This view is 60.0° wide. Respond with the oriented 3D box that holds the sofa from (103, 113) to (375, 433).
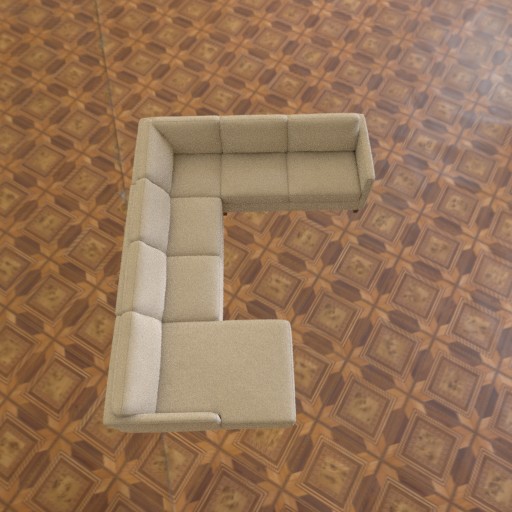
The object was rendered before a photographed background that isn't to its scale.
[{"bbox_3d":[0.000,0.000,4.464,2.551,0.853,3.238,-1,64,-1],"label":"sofa"}]
